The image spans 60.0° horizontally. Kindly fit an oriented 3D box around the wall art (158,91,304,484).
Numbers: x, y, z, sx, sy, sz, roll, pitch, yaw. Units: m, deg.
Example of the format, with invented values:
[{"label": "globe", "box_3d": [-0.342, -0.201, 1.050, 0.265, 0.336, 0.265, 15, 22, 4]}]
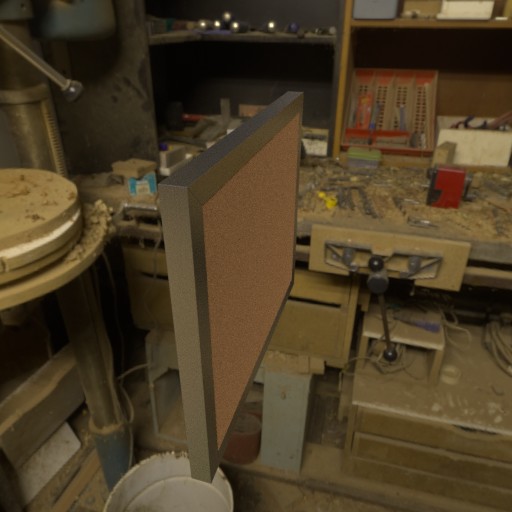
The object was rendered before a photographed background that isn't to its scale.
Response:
[{"label": "wall art", "box_3d": [0.000, 0.000, 0.769, 0.032, 0.456, 0.557, 8, 31, 15]}]
